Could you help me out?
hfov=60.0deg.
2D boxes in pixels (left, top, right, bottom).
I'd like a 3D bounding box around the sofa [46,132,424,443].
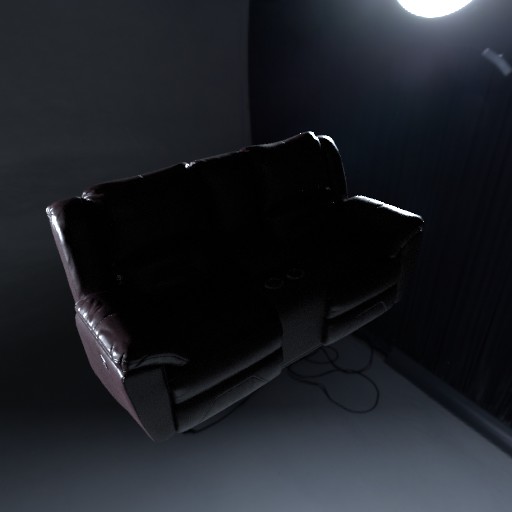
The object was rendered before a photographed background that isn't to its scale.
[{"bbox_3d":[0.000,0.000,2.625,2.058,1.043,0.991,-22,38,-31],"label":"sofa"}]
